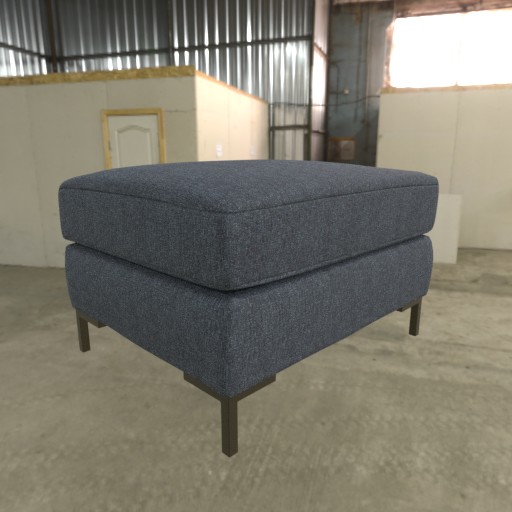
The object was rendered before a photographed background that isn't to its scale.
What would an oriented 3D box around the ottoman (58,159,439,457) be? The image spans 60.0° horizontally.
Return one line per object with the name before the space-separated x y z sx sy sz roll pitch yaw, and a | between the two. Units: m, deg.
ottoman | 0.000 0.000 1.267 0.695 0.533 0.831 14 19 43
